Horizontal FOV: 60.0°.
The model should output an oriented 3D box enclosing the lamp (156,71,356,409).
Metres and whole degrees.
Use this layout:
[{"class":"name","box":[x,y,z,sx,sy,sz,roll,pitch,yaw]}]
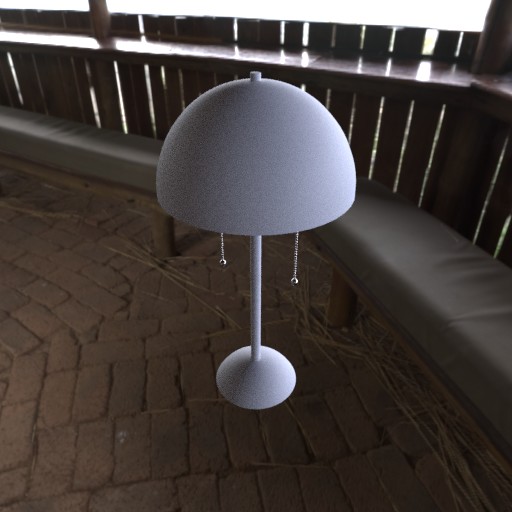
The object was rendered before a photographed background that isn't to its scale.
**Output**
[{"class":"lamp","box":[0.000,0.000,0.426,0.171,0.330,0.171,0,32,0]}]
